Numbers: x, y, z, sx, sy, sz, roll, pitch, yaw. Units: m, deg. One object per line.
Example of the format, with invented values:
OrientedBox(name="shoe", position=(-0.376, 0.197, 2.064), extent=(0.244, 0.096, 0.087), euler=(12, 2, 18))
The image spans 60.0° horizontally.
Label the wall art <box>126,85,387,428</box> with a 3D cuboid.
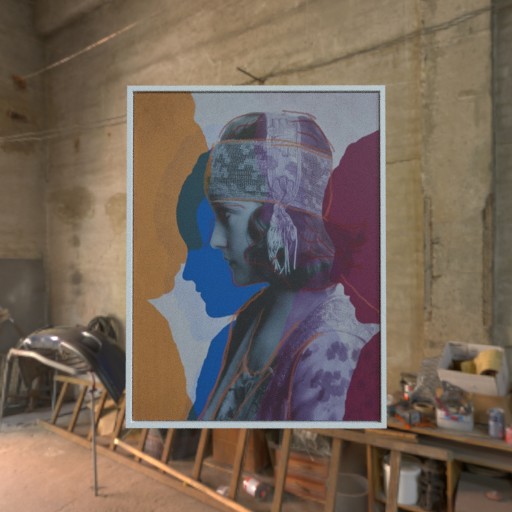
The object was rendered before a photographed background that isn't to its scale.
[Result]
OrientedBox(name="wall art", position=(0.000, 0.000, 1.376), extent=(0.795, 1.050, 0.039), euler=(0, -1, 0))
